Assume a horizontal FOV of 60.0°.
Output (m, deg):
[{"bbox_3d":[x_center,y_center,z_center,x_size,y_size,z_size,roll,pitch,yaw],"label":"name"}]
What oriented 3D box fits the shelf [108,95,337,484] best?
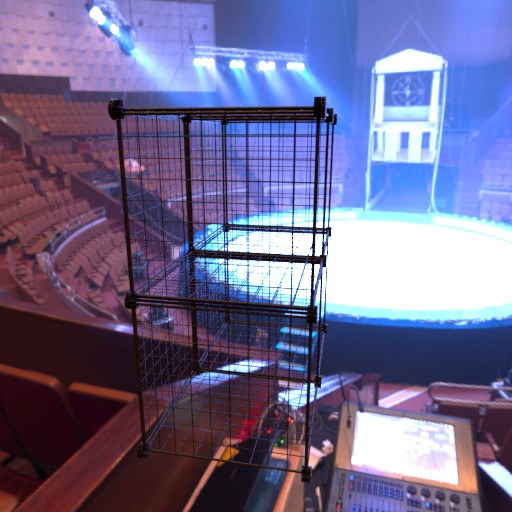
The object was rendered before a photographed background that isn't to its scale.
[{"bbox_3d":[0.000,0.000,1.124,0.356,0.711,0.711,3,16,11],"label":"shelf"}]
